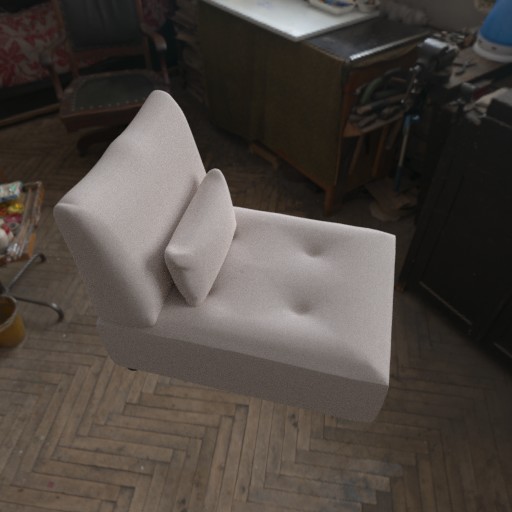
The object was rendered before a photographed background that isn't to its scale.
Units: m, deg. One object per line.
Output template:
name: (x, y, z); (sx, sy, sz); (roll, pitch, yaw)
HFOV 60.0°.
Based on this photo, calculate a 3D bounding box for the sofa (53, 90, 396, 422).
sofa: (0.000, 0.000, 1.572); (1.000, 0.820, 0.700); (10, 48, 10)
